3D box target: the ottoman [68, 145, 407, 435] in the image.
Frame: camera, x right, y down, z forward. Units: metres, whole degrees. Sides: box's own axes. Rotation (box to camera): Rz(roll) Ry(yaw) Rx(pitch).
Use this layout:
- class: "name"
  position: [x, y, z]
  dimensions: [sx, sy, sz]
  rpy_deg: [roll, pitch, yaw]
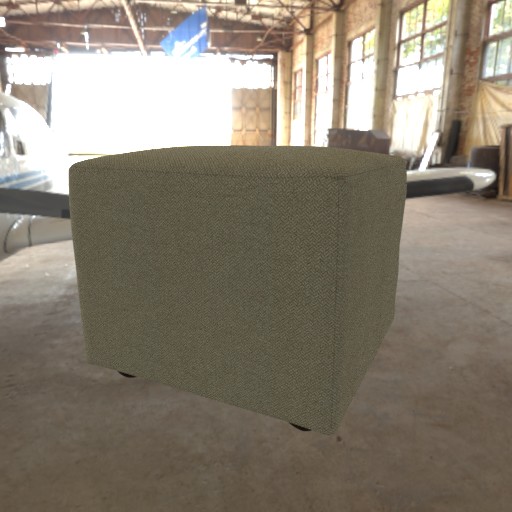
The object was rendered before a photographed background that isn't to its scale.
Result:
- class: "ottoman"
  position: [0.000, 0.000, 0.934]
  dimensions: [0.521, 0.453, 0.512]
  rpy_deg: [7, 16, 26]
